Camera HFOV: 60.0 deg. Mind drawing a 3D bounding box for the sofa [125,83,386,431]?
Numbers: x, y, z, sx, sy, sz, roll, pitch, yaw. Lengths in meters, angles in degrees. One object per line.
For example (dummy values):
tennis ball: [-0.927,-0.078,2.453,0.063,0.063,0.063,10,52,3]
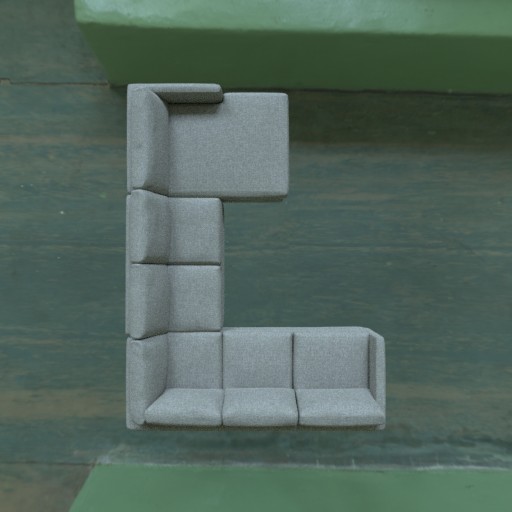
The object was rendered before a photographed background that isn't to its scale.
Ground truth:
sofa: [0.000,0.000,4.625,2.593,0.959,3.460,0,89,0]
